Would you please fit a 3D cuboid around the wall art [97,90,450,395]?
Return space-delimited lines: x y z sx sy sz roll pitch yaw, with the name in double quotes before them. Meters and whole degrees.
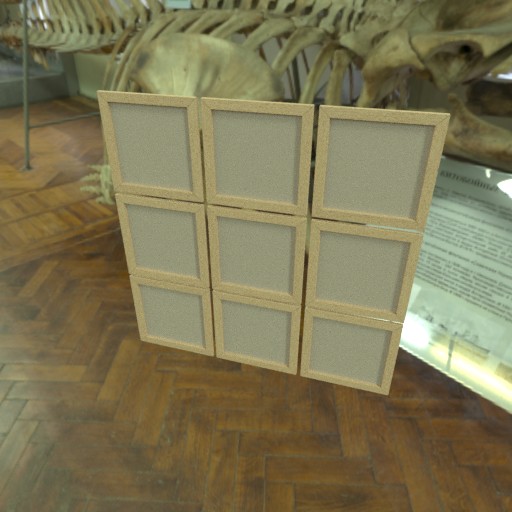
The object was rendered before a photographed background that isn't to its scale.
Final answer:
"wall art" 0.000 0.000 1.792 1.217 1.207 0.016 9 32 14
